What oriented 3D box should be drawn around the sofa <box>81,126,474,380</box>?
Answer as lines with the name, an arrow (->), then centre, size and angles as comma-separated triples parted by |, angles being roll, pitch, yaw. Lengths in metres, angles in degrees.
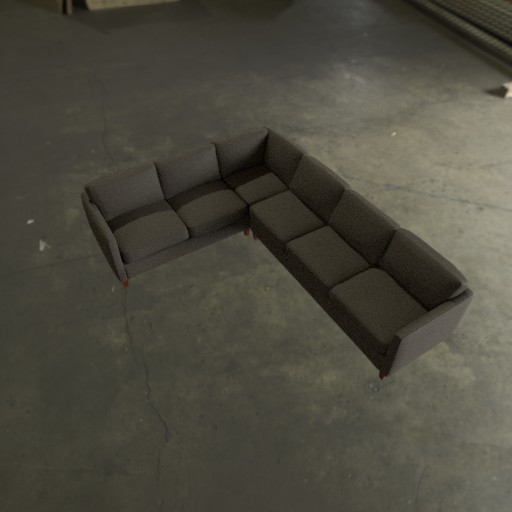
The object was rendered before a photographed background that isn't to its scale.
sofa -> 0.000, 0.000, 4.553 | 2.593, 0.947, 3.302 | -24, 50, -22
